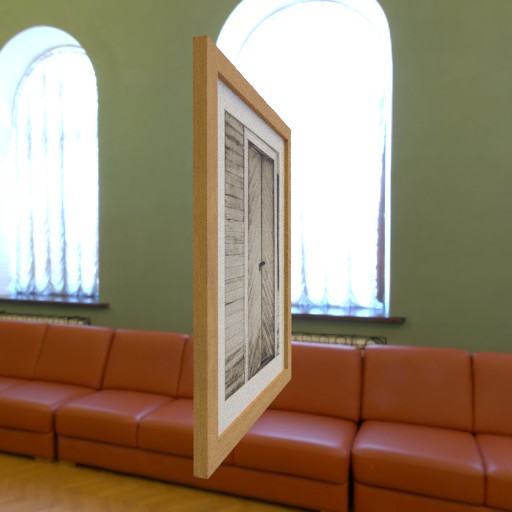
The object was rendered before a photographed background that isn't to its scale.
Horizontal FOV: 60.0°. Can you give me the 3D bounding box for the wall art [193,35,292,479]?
[{"bbox_3d":[0.000,0.000,0.781,0.020,0.561,0.460,0,1,18],"label":"wall art"}]
